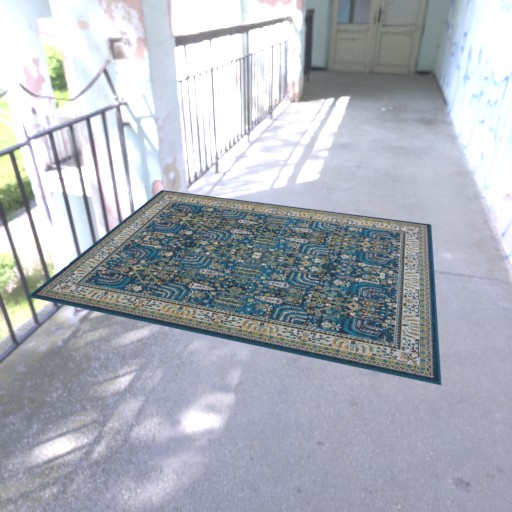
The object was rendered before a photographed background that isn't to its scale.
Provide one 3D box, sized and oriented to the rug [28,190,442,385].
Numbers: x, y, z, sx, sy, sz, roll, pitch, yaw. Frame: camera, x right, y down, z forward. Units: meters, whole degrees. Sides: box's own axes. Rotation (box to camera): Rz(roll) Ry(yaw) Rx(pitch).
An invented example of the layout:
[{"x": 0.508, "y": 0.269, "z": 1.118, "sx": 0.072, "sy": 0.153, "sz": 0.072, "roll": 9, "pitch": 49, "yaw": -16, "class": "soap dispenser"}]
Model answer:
[{"x": 0.000, "y": 0.000, "z": 3.982, "sx": 3.044, "sy": 0.015, "sz": 2.226, "roll": 9, "pitch": 32, "yaw": 15, "class": "rug"}]
